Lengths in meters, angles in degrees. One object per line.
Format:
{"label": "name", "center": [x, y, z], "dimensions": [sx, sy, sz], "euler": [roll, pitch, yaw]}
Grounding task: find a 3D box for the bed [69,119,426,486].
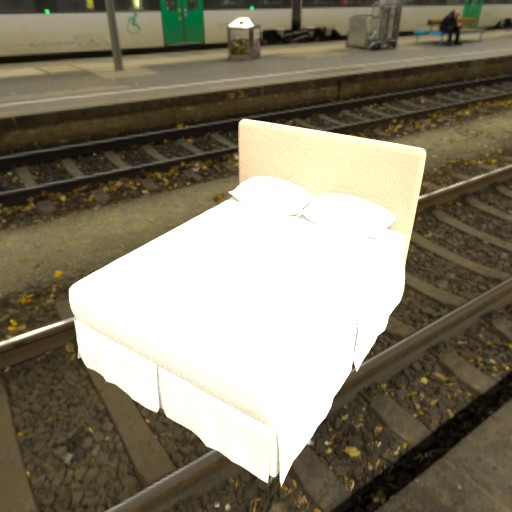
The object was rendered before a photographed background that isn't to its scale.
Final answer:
{"label": "bed", "center": [0.000, 0.000, 3.177], "dimensions": [1.723, 1.330, 2.142], "euler": [19, 35, 29]}
